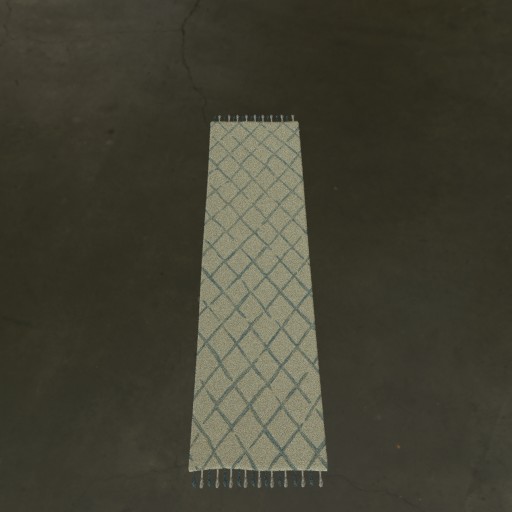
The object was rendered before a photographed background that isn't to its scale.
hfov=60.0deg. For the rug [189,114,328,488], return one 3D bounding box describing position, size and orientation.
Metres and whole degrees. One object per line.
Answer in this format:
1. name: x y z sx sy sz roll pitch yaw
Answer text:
1. rug: 0.000 0.000 2.555 0.620 0.008 2.372 0 58 0
